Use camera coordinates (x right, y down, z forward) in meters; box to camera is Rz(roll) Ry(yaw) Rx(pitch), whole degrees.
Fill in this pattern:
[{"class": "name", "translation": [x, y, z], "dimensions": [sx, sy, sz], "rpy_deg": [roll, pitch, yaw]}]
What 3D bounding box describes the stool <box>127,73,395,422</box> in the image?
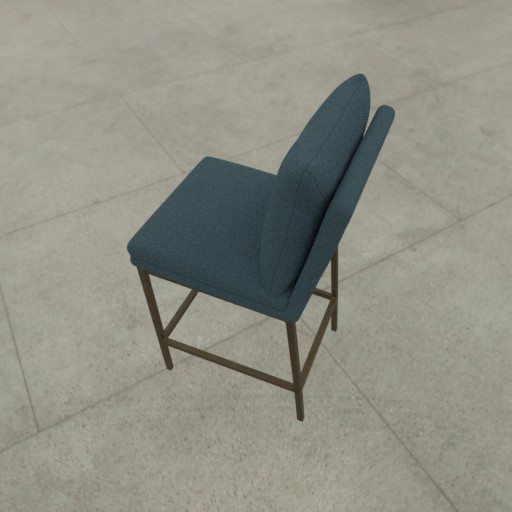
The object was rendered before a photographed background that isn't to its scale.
[{"class": "stool", "translation": [0.000, 0.000, 1.348], "dimensions": [0.568, 1.032, 0.463], "rpy_deg": [18, 49, 16]}]
